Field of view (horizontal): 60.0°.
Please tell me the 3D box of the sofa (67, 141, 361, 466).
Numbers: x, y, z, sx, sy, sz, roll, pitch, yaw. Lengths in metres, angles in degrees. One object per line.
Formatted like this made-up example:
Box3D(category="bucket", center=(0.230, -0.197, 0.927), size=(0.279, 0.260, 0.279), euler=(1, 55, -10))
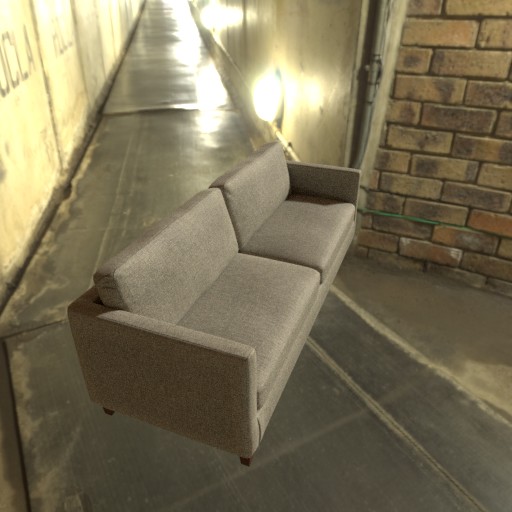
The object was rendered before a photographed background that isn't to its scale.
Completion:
Box3D(category="sofa", center=(0.000, 0.000, 2.972), size=(0.948, 0.951, 2.434), euler=(11, 32, 19))
